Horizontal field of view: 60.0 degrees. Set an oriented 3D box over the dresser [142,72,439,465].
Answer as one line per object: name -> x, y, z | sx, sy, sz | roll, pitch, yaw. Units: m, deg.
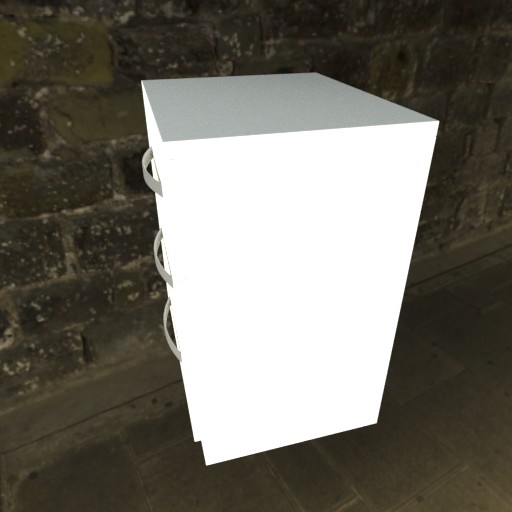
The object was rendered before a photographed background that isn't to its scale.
dresser -> 0.000, 0.000, 0.815 | 0.360, 0.560, 0.400 | -8, 32, -13
